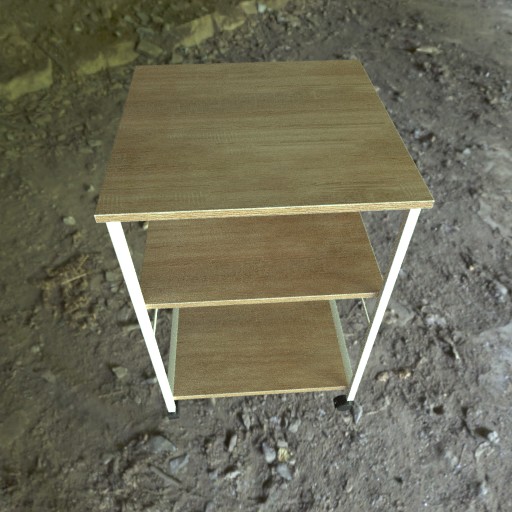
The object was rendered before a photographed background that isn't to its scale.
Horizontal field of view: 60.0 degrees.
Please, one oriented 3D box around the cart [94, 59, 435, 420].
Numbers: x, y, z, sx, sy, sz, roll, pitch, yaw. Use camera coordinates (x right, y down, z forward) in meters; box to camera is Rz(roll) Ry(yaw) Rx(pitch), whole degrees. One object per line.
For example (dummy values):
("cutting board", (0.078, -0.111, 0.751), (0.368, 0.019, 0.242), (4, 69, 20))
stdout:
("cart", (0.000, 0.000, 1.130), (0.521, 0.762, 0.520), (-3, 47, -3))
